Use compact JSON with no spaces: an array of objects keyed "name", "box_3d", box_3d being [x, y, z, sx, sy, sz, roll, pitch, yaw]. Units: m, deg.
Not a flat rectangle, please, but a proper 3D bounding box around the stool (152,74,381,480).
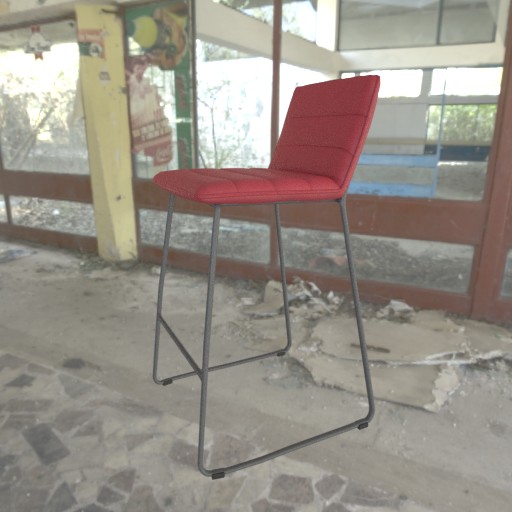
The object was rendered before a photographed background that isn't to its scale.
[{"name":"stool","box_3d":[0.000,0.000,1.232,0.524,0.937,0.489,-8,17,-25]}]
